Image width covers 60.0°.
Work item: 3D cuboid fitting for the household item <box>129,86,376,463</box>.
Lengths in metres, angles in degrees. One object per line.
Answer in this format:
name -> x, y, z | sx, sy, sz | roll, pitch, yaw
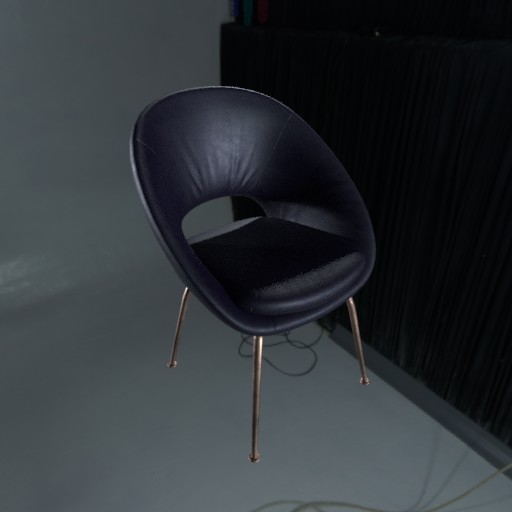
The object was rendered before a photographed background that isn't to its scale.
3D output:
household item -> 0.000, 0.000, 1.271 | 0.623, 0.852, 0.573 | -21, 35, -33
